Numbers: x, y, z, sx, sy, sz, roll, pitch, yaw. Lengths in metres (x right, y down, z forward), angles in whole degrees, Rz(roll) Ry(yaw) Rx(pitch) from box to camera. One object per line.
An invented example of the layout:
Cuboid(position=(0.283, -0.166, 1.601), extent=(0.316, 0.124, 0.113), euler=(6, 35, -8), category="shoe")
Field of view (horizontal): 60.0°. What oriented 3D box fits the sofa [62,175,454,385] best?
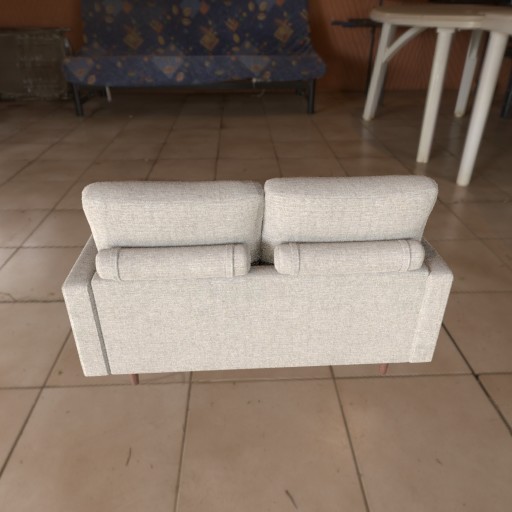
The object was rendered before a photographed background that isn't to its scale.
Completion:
Cuboid(position=(0.000, 0.000, 1.958), extent=(1.407, 0.907, 0.842), euler=(-2, 30, -3), category="sofa")
